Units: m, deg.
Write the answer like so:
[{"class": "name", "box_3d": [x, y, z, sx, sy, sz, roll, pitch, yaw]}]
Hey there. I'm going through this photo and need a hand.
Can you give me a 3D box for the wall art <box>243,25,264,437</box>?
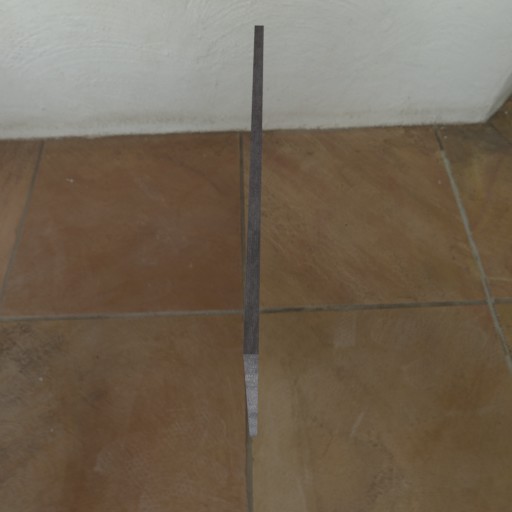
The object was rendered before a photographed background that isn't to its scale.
[{"class": "wall art", "box_3d": [0.000, 0.000, 0.683, 0.013, 0.457, 0.457, 1, 60, 1]}]
